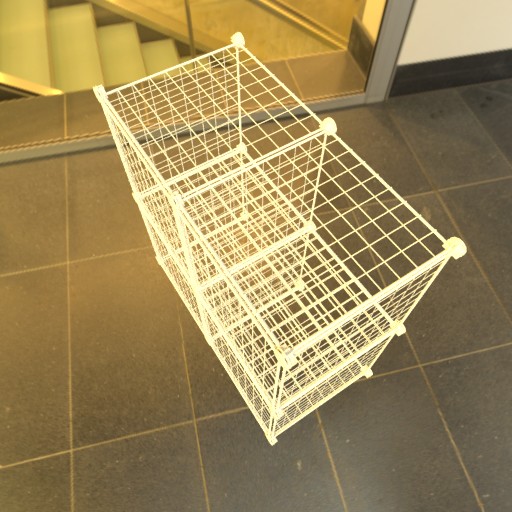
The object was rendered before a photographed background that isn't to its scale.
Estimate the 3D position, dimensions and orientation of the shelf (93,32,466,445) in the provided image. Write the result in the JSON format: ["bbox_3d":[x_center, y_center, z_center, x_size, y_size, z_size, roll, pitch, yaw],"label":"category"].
[{"bbox_3d":[0.000,0.000,1.119,0.356,0.711,0.711,-29,63,-16],"label":"shelf"}]
